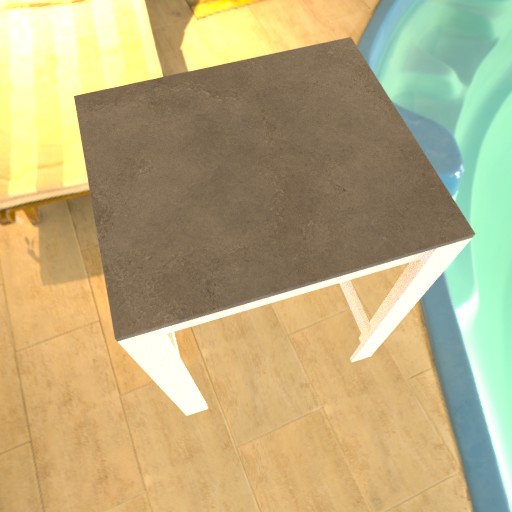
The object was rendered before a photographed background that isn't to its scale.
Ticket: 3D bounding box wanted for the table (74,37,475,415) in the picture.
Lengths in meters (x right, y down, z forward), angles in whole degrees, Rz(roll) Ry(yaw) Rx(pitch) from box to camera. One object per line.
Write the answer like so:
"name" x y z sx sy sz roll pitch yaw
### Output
"table" 0.000 0.000 1.532 0.800 1.020 0.700 -16 63 -8
